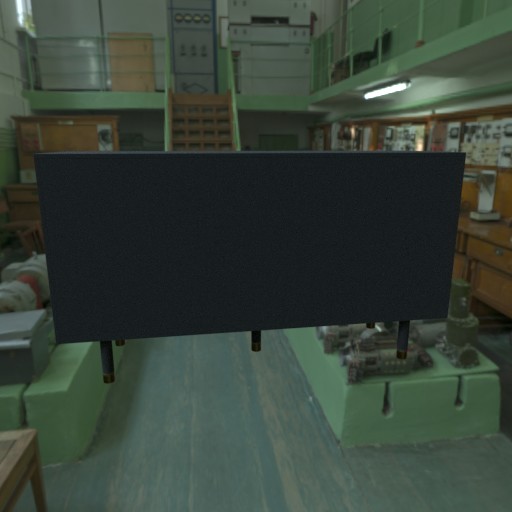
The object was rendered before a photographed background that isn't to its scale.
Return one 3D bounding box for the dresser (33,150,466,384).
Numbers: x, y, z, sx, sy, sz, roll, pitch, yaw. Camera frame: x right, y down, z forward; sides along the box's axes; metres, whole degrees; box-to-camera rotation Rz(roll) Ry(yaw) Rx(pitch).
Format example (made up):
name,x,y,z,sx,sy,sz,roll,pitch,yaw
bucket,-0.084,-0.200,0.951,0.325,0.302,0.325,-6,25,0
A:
name,x,y,z,sx,sy,sz,roll,pitch,yaw
dresser,0.000,0.000,1.905,1.558,0.872,0.463,-2,14,-9
